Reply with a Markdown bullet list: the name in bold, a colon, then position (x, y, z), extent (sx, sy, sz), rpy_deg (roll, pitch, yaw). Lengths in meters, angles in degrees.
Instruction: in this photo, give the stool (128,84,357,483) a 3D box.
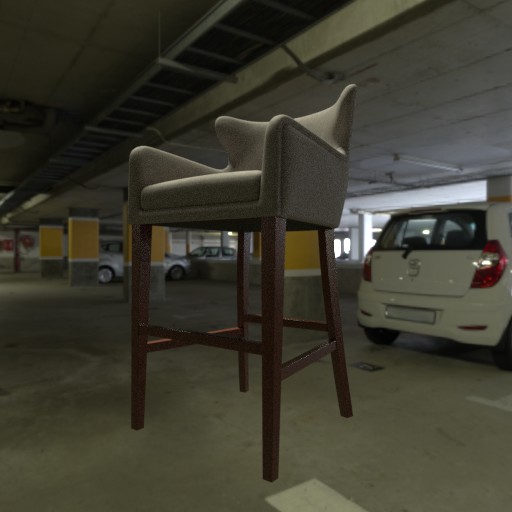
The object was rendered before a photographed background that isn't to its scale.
- **stool**: position (0.000, 0.000, 1.407), extent (0.575, 1.047, 0.575), rpy_deg (0, 1, 37)
